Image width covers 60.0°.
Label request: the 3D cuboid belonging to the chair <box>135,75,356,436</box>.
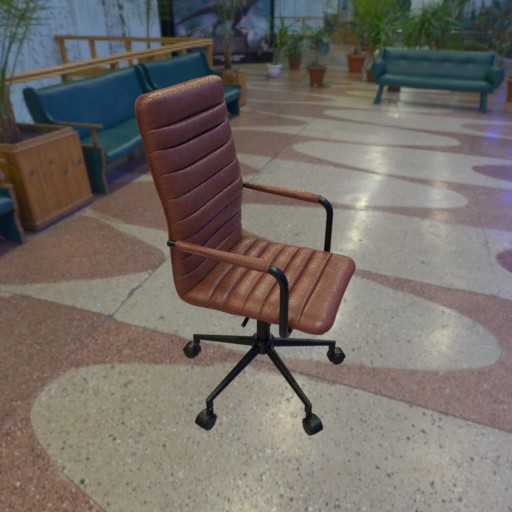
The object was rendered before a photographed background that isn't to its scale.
[{"bbox_3d":[0.000,0.000,1.361,0.580,0.979,0.608,11,32,19],"label":"chair"}]
